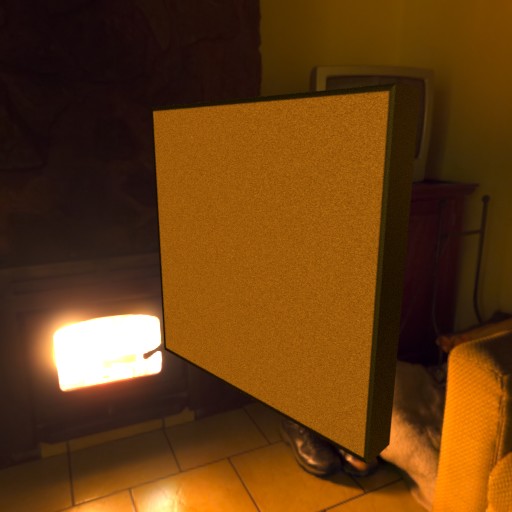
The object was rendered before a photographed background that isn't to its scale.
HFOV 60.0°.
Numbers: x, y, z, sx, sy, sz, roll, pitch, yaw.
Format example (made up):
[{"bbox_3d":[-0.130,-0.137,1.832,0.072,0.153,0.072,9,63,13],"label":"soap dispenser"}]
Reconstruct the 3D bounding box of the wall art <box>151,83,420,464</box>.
[{"bbox_3d":[0.000,0.000,0.454,0.304,0.303,0.037,14,20,43],"label":"wall art"}]
